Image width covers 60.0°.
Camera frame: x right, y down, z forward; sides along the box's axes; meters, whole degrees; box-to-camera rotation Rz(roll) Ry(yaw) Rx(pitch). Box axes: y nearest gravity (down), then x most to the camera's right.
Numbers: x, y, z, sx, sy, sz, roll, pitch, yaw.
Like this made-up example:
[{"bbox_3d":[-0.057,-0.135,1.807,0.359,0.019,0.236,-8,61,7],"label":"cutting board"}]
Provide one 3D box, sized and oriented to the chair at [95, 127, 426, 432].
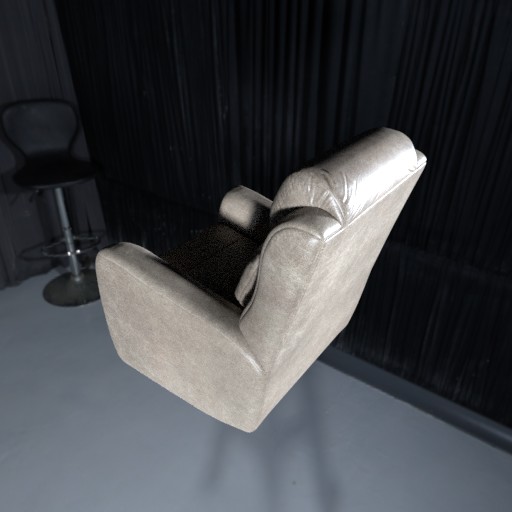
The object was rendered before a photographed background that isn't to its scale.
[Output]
[{"bbox_3d":[0.000,0.000,1.923,1.068,1.116,0.967,20,36,31],"label":"chair"}]
